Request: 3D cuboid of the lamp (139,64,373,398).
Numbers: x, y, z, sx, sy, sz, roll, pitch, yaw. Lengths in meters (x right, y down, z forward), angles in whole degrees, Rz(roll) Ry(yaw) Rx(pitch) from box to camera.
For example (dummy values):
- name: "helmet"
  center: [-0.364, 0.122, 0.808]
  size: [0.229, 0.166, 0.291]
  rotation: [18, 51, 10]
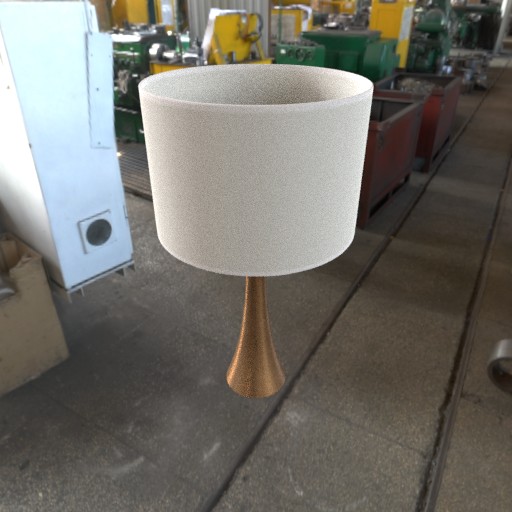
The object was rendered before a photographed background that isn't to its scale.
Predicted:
- name: "lamp"
  center: [0.000, 0.000, 0.641]
  size: [0.268, 0.479, 0.268]
  rotation: [-2, 31, -3]
